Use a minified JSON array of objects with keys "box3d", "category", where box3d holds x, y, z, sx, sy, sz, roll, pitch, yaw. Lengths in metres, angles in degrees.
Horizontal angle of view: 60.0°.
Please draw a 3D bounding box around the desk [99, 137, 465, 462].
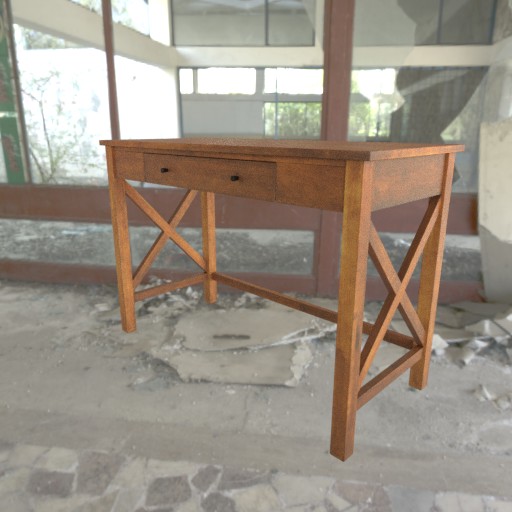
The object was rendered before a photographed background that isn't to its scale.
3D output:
[{"box3d":[0.000,0.000,1.527,1.117,0.762,0.508,15,22,42],"category":"desk"}]
